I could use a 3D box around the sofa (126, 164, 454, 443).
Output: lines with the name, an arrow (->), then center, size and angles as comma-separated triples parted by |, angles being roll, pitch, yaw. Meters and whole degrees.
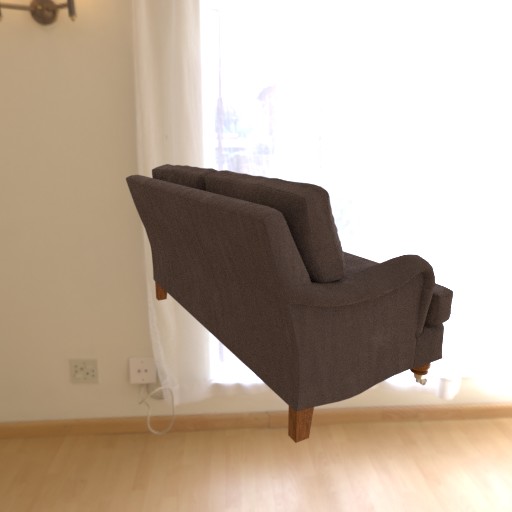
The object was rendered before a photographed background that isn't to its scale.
sofa -> 0.000, 0.000, 2.783 | 1.086, 1.087, 2.165 | -8, 16, -28
